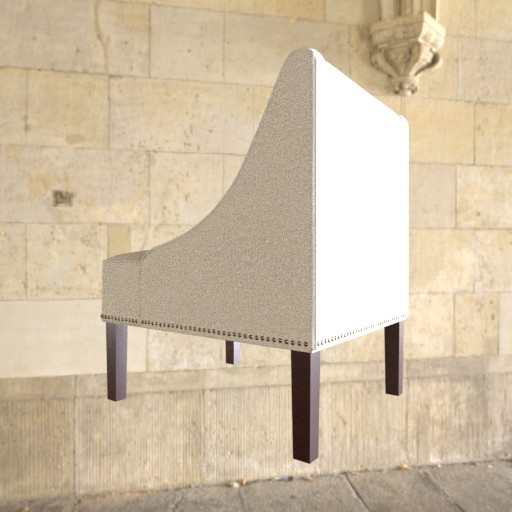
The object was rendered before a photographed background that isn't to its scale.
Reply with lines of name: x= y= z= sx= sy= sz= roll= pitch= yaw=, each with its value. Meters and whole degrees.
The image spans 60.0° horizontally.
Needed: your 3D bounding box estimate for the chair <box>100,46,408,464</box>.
chair: x=0.000 y=0.000 z=1.366 sx=0.748 sy=0.872 sz=0.628 roll=0 pitch=0 yaw=36
